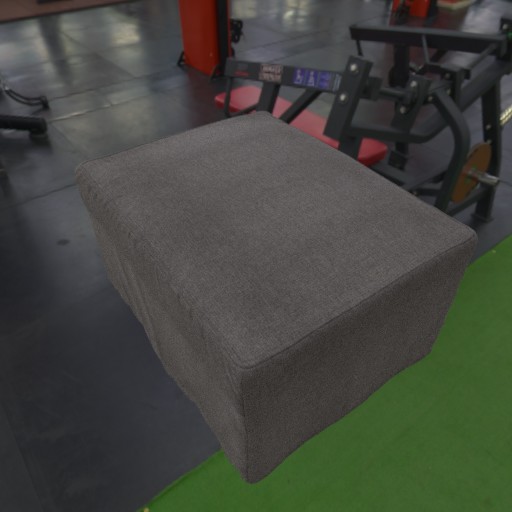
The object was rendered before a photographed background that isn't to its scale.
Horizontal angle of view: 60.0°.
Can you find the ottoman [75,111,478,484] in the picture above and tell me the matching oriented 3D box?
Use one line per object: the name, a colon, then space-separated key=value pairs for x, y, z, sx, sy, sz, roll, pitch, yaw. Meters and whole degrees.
ottoman: x=0.000 y=0.000 z=1.210 sx=0.652 sy=0.492 sz=0.833 roll=-26 pitch=48 yaw=-26
